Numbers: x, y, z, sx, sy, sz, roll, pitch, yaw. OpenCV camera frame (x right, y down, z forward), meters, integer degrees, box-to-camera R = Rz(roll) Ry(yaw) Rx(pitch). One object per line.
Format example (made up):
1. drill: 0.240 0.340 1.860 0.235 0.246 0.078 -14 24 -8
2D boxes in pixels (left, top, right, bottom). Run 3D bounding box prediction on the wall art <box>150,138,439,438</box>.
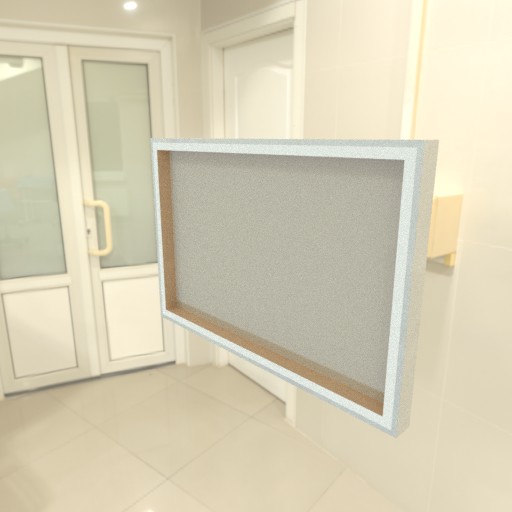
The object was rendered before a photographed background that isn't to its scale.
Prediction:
1. wall art: 0.000 0.000 0.796 0.038 0.407 0.609 -14 21 -42
